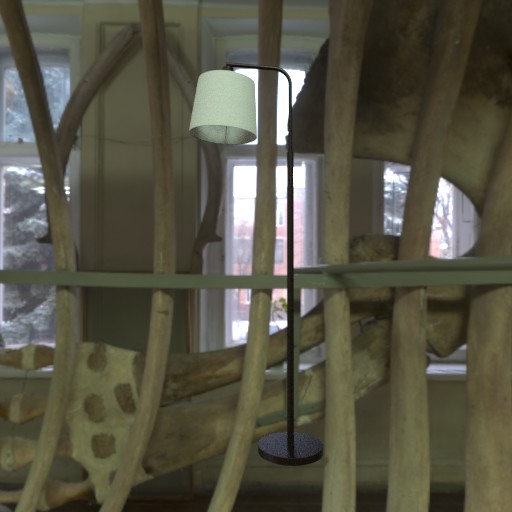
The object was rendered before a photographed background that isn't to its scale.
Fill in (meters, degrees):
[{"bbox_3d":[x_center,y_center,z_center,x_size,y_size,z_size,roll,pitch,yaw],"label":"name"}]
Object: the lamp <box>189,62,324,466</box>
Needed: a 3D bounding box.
[{"bbox_3d":[0.000,0.000,1.686,0.508,1.478,0.254,0,-1,0],"label":"lamp"}]
